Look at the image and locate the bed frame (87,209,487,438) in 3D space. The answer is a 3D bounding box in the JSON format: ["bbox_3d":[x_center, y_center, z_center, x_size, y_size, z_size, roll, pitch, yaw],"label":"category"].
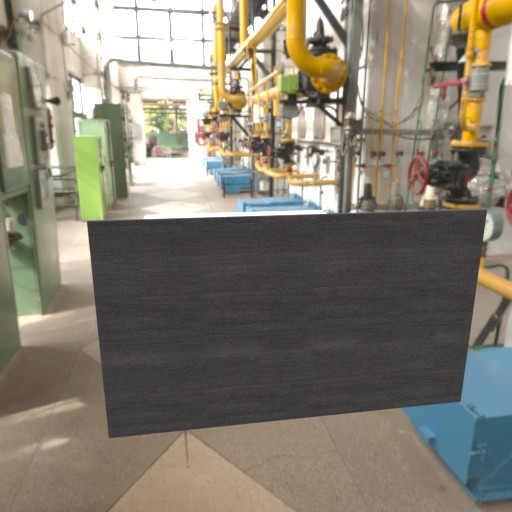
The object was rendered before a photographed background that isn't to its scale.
[{"bbox_3d":[0.000,0.000,2.520,1.400,0.800,1.900,-3,15,-9],"label":"bed frame"}]
